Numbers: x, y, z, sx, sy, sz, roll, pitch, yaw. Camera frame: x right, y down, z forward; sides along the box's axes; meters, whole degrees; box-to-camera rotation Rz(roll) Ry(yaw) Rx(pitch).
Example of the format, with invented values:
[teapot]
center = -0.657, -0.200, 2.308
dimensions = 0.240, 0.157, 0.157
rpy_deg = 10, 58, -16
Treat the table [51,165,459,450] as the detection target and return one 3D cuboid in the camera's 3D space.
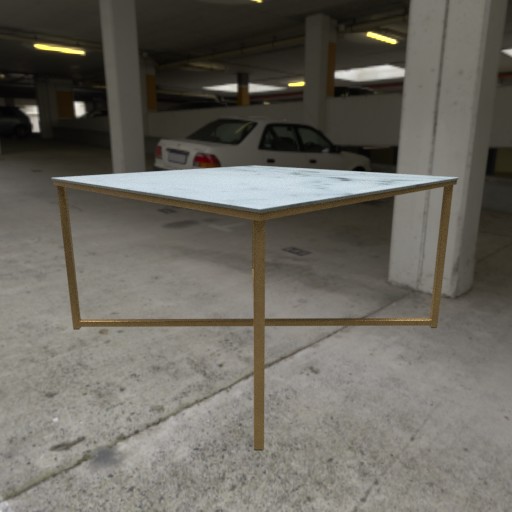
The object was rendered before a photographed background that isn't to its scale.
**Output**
[table]
center = 0.000, 0.000, 1.287
dimensions = 0.800, 0.450, 0.800
rpy_deg = 14, 20, 43
